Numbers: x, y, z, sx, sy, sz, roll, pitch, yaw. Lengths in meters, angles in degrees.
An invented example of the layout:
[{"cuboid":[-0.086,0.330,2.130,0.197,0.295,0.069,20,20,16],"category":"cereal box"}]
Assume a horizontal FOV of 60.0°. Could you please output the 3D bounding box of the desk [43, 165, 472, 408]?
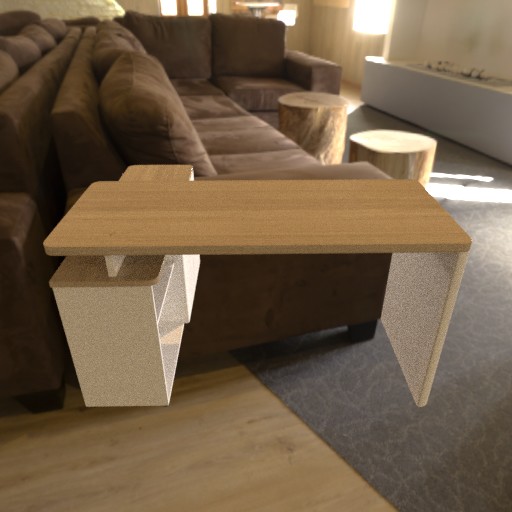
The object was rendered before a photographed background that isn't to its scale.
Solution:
[{"cuboid":[0.000,0.000,2.119,1.400,0.770,1.175,-1,30,-1],"category":"desk"}]
